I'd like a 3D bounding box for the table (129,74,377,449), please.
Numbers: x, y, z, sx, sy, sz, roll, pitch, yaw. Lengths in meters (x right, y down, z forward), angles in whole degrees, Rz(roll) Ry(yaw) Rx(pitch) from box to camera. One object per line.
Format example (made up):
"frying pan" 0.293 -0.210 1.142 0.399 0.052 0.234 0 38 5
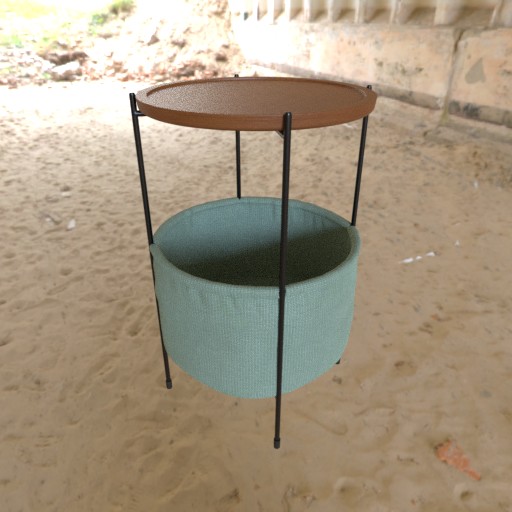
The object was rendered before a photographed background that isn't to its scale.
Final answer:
"table" 0.000 0.000 0.873 0.400 0.623 0.400 18 33 29
